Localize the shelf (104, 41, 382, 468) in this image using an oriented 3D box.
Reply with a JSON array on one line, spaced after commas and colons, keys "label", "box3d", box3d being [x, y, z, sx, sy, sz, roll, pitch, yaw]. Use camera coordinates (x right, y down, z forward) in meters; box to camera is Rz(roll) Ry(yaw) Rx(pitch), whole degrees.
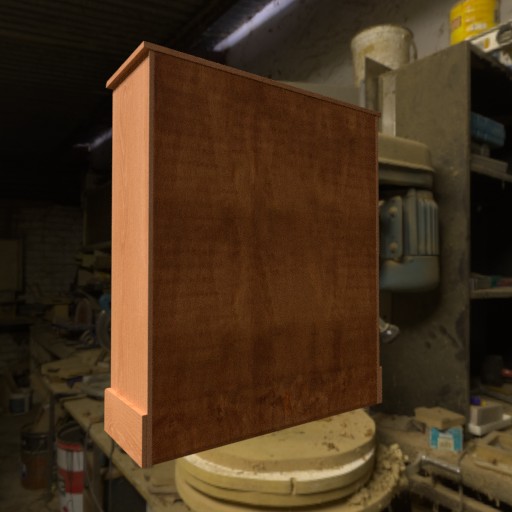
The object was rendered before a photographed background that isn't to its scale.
[{"label": "shelf", "box3d": [0.000, 0.000, 1.376, 0.840, 0.980, 0.291, 1, -1, -35]}]
